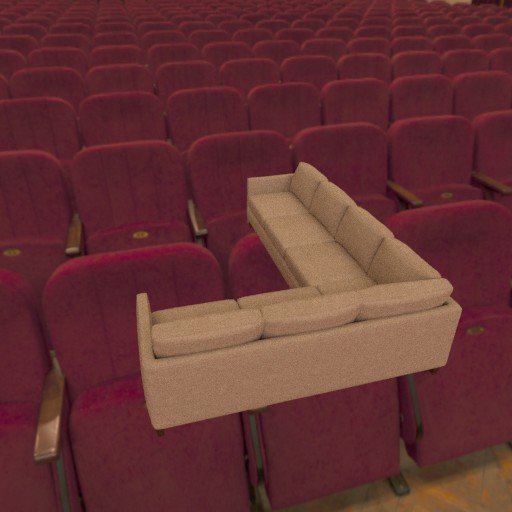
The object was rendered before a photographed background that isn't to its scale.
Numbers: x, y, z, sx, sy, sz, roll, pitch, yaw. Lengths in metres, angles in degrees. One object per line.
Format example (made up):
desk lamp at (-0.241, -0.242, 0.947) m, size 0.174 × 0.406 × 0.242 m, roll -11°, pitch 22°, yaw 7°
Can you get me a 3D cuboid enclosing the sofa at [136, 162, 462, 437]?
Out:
sofa at (0.000, 0.000, 4.685) m, size 2.522 × 0.934 × 3.333 m, roll -8°, pitch 31°, yaw -13°
